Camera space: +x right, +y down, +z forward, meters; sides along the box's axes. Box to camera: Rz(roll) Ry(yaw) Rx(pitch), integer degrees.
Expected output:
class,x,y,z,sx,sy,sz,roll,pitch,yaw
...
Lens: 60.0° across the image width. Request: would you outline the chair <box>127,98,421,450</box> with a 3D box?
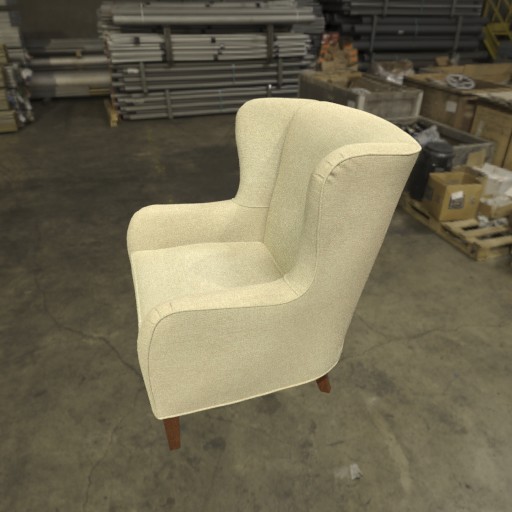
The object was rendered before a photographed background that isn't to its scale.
class,x,y,z,sx,sy,sz,roll,pitch,yaw
chair,0.000,0.000,1.734,0.966,1.040,0.838,-8,31,-14
